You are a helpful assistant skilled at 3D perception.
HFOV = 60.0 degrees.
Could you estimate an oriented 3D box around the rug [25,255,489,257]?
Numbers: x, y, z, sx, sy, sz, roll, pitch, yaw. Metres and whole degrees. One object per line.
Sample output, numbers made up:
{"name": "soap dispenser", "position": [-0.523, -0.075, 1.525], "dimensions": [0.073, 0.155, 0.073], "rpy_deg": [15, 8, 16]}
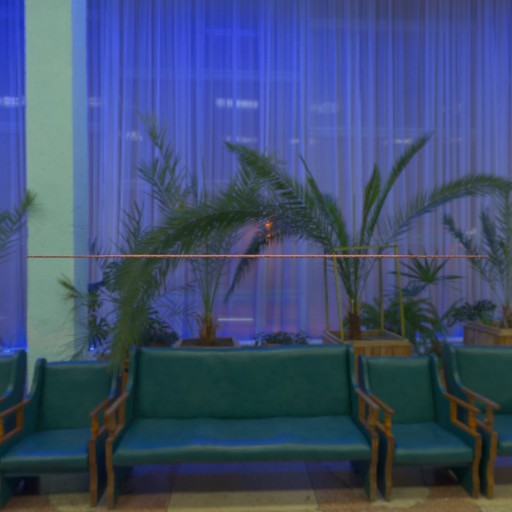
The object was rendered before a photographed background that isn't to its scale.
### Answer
{"name": "rug", "position": [0.000, 0.000, 2.788], "dimensions": [2.112, 0.009, 1.594], "rpy_deg": [0, 0, -1]}
